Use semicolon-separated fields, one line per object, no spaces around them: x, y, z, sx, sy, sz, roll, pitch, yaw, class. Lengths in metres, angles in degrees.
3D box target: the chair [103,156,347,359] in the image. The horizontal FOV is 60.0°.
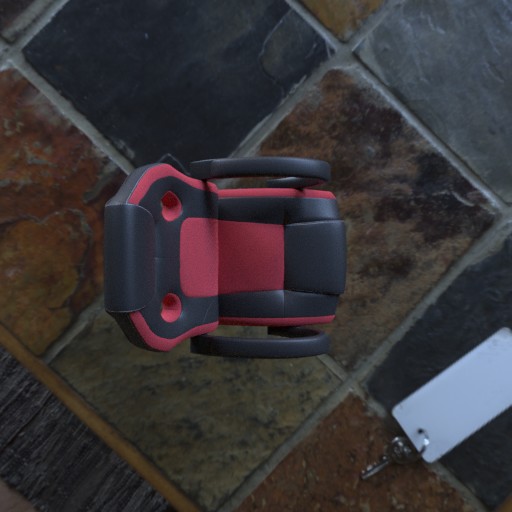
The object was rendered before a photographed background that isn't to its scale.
0.000;0.000;1.612;0.724;1.187;0.673;0;90;0;chair
